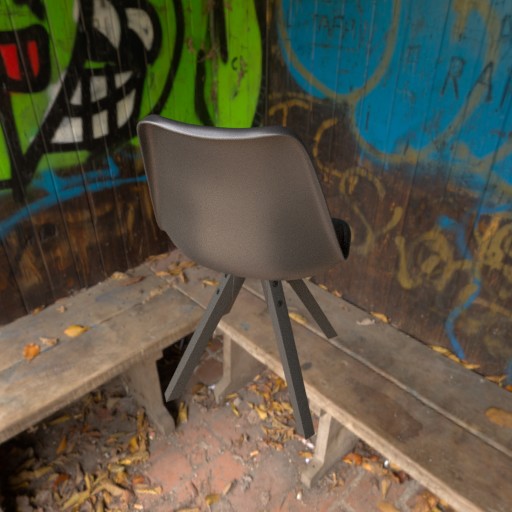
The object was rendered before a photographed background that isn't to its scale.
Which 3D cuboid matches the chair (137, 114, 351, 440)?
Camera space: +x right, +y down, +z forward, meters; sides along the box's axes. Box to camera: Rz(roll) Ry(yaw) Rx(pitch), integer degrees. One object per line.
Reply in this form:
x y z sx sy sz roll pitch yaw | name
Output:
0.000 0.000 1.190 0.485 0.850 0.530 10 34 15 | chair
